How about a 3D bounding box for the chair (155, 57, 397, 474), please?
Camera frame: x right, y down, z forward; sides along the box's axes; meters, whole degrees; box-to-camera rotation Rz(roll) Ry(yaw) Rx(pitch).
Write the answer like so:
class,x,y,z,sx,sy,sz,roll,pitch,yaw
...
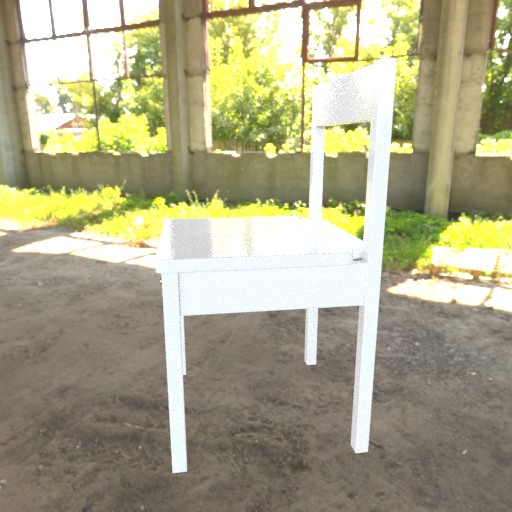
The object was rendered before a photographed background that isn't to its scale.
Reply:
class,x,y,z,sx,sy,sz,roll,pitch,yaw
chair,0.000,0.000,0.866,0.361,0.668,0.367,-2,15,-9
